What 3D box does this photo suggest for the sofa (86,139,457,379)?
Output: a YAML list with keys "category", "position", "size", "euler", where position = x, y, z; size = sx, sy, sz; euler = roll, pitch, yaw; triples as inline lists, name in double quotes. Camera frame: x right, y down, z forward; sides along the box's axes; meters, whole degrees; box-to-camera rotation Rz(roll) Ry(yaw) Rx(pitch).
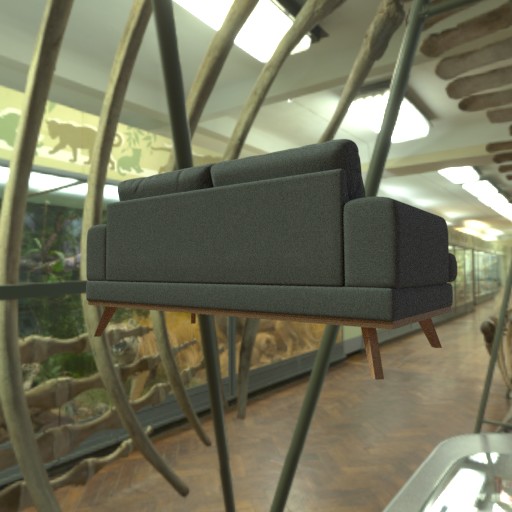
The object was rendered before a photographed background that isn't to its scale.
- category: "sofa"
  position: [0.000, 0.000, 2.126]
  size: [1.650, 0.810, 0.785]
  euler: [-1, -2, 37]
